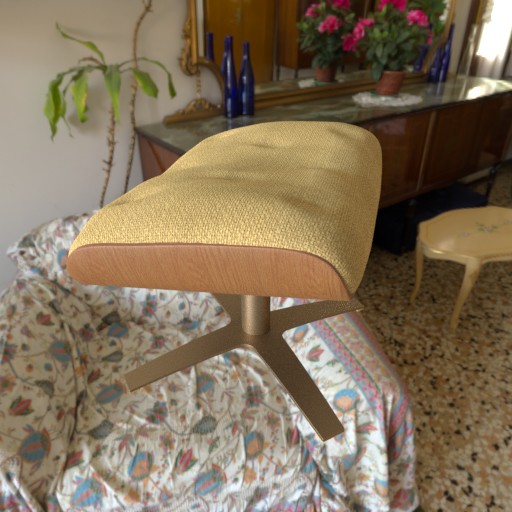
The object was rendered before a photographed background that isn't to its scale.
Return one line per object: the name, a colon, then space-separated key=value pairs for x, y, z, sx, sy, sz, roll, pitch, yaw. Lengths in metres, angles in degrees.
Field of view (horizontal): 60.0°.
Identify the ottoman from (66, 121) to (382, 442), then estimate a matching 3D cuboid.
ottoman: x=0.000 y=0.000 z=0.790 sx=0.394 sy=0.391 sz=0.520 roll=9 pitch=31 yaw=15
